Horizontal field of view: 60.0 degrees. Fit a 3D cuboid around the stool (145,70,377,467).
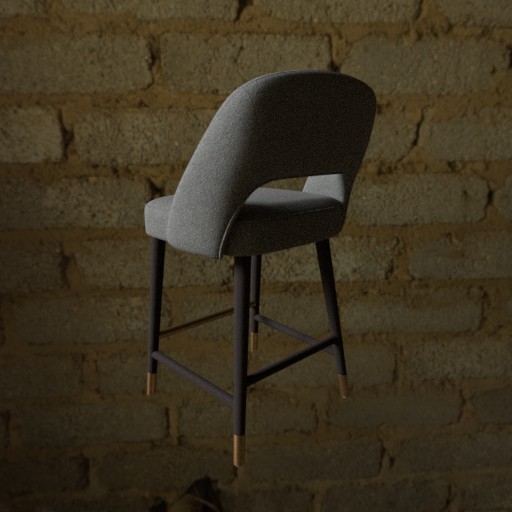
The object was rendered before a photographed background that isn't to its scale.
[{"bbox_3d":[0.000,0.000,1.251,0.536,0.925,0.524,-14,20,-41],"label":"stool"}]
